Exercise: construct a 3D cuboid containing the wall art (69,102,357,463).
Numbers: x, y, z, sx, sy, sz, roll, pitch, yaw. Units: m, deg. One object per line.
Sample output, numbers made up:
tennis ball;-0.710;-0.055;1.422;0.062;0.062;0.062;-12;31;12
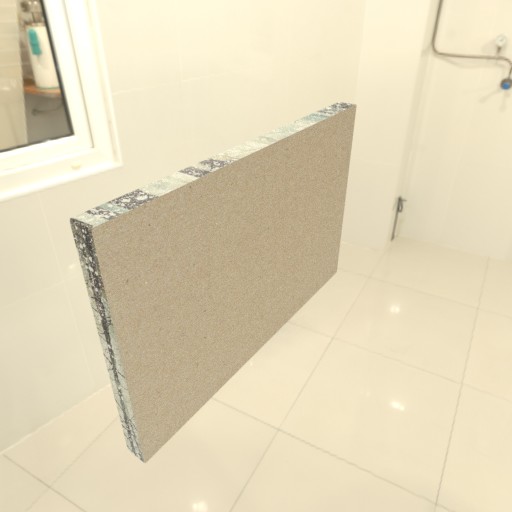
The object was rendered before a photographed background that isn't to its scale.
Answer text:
wall art;0.000;0.000;0.771;0.042;0.398;0.618;21;38;30
